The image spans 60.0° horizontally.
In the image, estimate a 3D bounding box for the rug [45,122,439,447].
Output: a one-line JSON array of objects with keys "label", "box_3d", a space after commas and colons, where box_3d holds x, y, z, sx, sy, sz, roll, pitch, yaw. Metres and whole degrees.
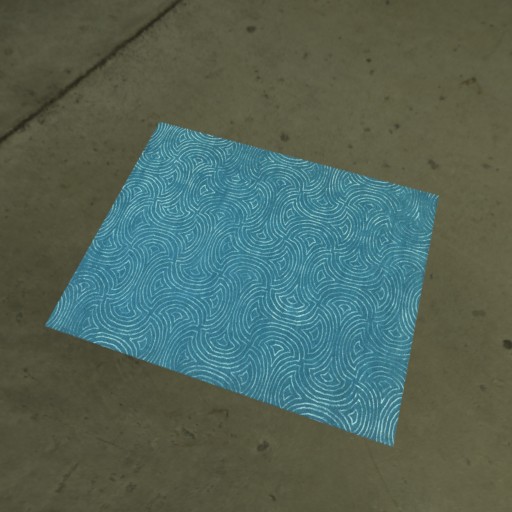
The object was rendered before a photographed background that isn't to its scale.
[{"label": "rug", "box_3d": [0.000, 0.000, 4.125, 3.033, 0.012, 2.432, 17, 65, 8]}]
